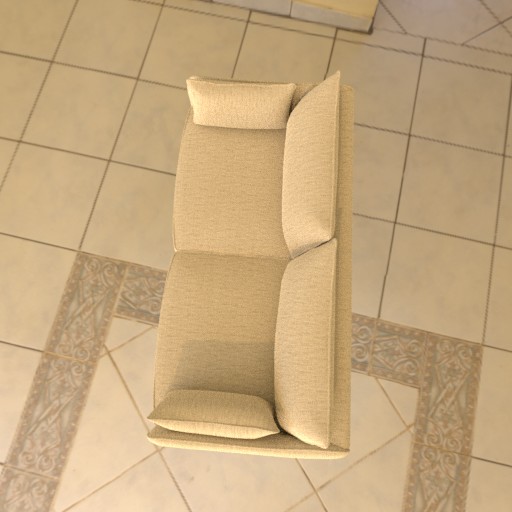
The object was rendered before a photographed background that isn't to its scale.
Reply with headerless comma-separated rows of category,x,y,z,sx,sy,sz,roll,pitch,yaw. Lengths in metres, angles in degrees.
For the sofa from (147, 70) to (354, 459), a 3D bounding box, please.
sofa,0.000,0.000,2.443,0.991,0.860,1.989,4,76,1
